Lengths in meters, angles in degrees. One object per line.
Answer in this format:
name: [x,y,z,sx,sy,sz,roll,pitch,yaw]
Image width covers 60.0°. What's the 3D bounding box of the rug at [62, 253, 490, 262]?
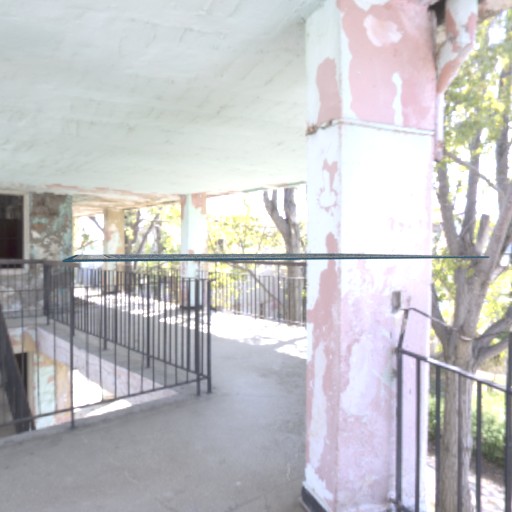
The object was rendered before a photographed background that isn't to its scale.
rug: [0.000,0.000,3.948,3.044,0.015,2.226,0,1,-20]
